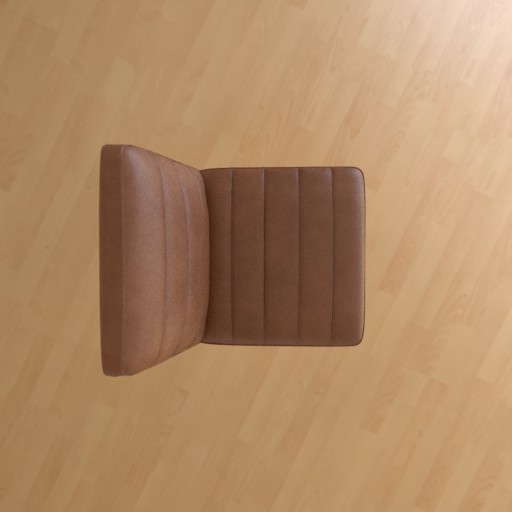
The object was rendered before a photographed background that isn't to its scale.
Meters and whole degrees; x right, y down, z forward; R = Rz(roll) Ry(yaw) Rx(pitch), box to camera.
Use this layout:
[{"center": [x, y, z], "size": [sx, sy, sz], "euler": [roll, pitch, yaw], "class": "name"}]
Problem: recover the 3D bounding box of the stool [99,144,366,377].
[{"center": [0.000, 0.000, 1.251], "size": [0.556, 0.940, 0.458], "euler": [0, 91, 2], "class": "stool"}]
